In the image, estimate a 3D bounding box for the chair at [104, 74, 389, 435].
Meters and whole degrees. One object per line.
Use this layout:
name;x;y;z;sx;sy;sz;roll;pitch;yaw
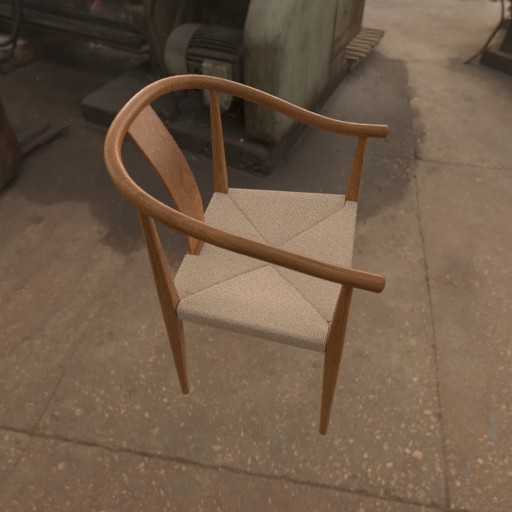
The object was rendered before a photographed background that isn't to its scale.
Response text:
chair;0.000;0.000;1.181;0.579;0.800;0.556;9;47;9
